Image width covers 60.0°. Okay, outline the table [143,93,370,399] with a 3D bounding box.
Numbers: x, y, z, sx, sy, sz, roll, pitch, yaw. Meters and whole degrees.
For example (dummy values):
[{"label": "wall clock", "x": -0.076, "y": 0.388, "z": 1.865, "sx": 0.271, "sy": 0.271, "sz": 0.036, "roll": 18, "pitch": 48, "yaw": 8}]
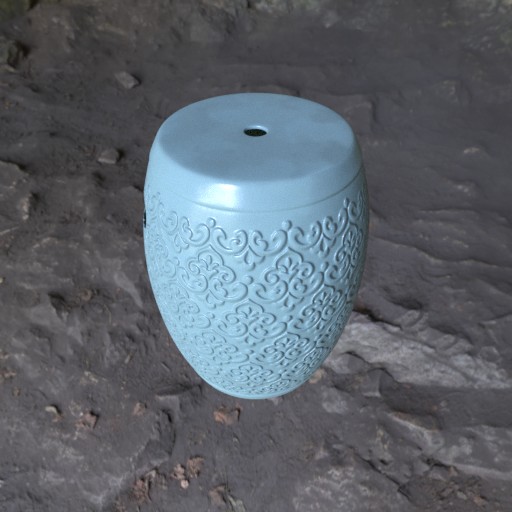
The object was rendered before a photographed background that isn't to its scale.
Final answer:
[{"label": "table", "x": 0.000, "y": 0.000, "z": 0.649, "sx": 0.309, "sy": 0.397, "sz": 0.309, "roll": 0, "pitch": 42, "yaw": 0}]
